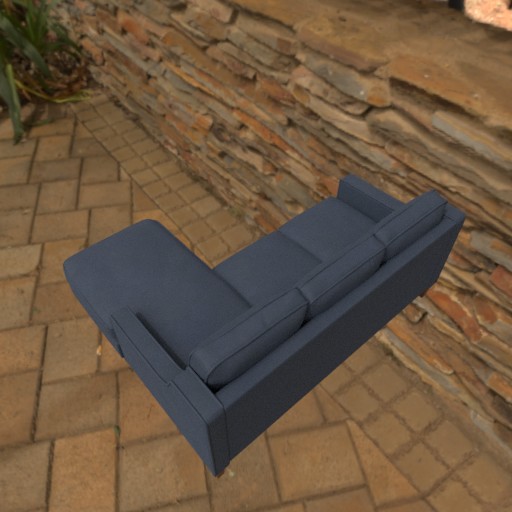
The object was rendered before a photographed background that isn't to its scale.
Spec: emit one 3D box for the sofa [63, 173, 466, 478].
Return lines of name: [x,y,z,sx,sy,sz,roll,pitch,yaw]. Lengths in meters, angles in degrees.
sofa: [0.000,0.000,3.307,2.317,1.066,1.858,-32,54,-27]
